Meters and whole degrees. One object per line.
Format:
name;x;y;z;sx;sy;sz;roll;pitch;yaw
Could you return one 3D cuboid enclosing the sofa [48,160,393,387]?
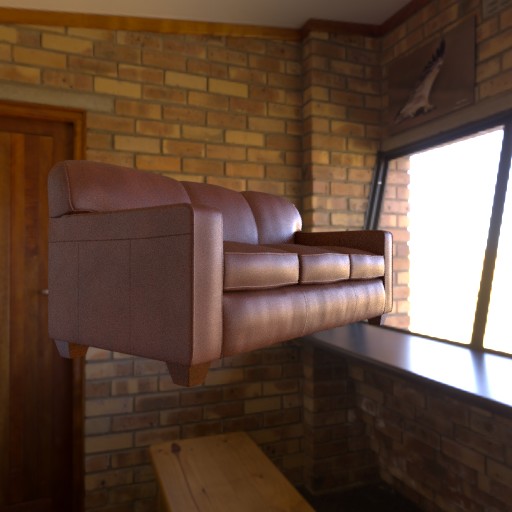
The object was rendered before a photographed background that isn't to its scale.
sofa;0.000;0.000;2.605;1.008;0.953;2.039;0;-1;37
